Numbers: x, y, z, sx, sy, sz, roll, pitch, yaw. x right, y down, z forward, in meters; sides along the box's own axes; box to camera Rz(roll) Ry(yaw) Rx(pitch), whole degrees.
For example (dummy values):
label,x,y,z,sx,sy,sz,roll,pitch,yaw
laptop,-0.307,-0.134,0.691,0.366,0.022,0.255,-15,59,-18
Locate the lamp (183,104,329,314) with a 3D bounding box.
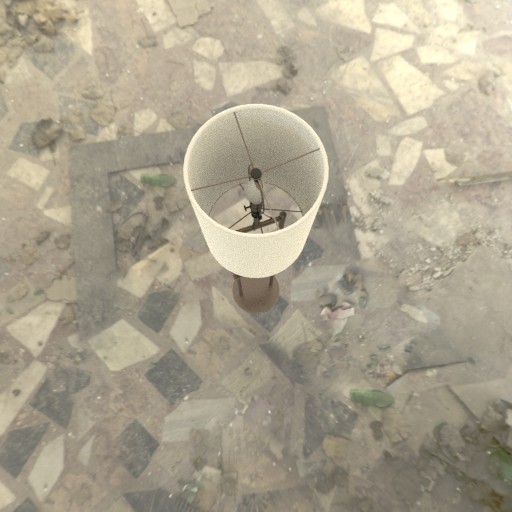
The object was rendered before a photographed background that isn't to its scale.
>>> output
label,x,y,z,sx,sy,sz,roll,pitch,yaw
lamp,0.000,0.000,1.657,0.306,1.500,0.305,-19,77,-5
